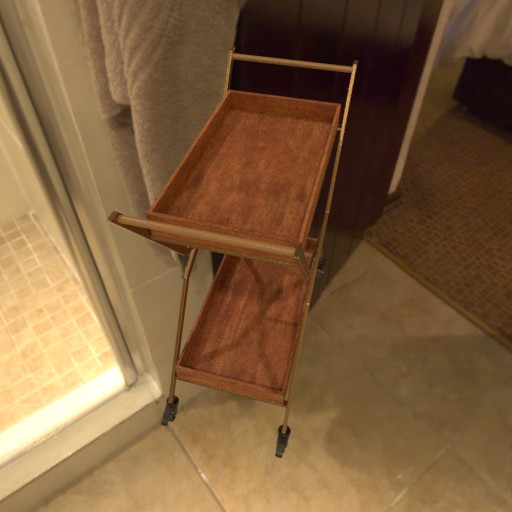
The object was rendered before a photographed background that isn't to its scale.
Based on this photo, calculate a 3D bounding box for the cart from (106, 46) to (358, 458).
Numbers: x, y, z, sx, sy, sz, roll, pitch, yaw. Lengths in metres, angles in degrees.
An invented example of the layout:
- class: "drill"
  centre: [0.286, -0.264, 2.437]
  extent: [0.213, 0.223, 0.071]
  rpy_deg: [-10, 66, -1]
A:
- class: "cart"
  centre: [0.000, 0.000, 1.335]
  extent: [0.405, 0.869, 0.836]
  rpy_deg: [11, 48, 10]
